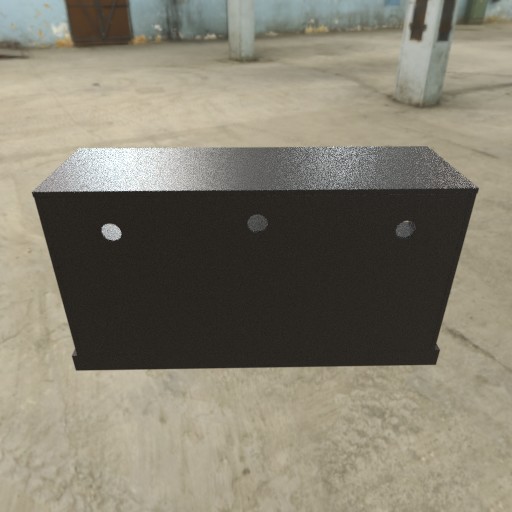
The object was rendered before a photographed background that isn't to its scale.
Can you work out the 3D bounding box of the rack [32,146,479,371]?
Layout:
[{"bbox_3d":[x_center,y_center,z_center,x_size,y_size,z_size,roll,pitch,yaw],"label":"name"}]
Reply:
[{"bbox_3d":[0.000,0.000,1.496,1.206,0.635,0.399,-1,30,-1],"label":"rack"}]
